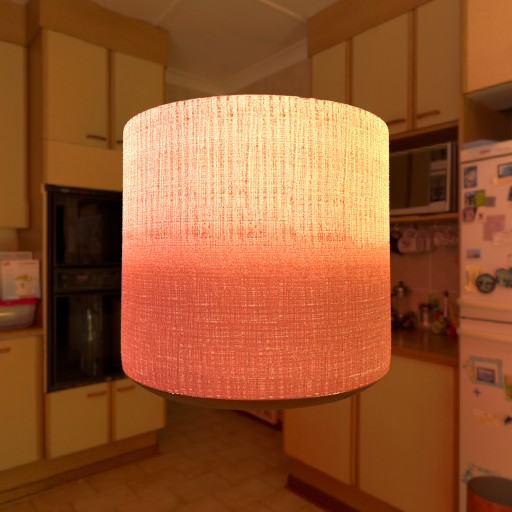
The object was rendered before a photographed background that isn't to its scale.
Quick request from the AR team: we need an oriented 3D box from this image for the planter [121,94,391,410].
[{"bbox_3d":[0.000,0.000,0.379,0.221,0.201,0.221,0,0,0],"label":"planter"}]
